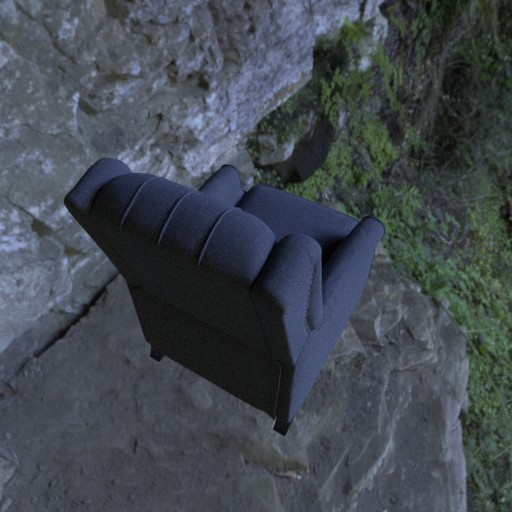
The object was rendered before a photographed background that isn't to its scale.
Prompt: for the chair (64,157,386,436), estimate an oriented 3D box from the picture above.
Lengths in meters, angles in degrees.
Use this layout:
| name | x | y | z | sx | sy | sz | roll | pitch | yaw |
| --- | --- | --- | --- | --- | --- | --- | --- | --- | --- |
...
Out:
| name | x | y | z | sx | sy | sz | roll | pitch | yaw |
| --- | --- | --- | --- | --- | --- | --- | --- | --- | --- |
| chair | 0.000 | 0.000 | 1.627 | 0.742 | 1.035 | 0.898 | 24 | 51 | 21 |
